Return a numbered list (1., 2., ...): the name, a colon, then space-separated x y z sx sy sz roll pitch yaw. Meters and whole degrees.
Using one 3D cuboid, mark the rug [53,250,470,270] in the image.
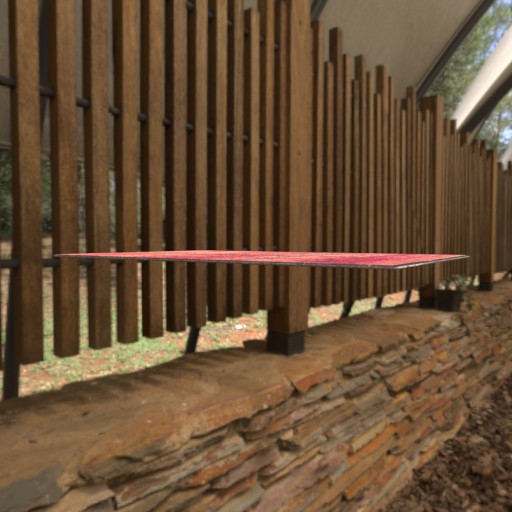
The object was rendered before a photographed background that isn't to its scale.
1. rug: 0.000 0.000 3.064 2.449 0.018 1.539 1 2 36
